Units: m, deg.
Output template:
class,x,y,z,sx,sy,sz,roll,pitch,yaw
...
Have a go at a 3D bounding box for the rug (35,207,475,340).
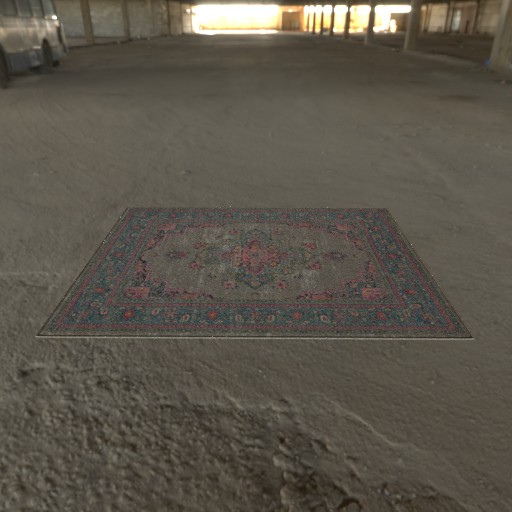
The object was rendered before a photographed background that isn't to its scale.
class,x,y,z,sx,sy,sz,roll,pitch,yaw
rug,0.000,0.000,4.142,3.057,0.013,2.434,0,28,0
